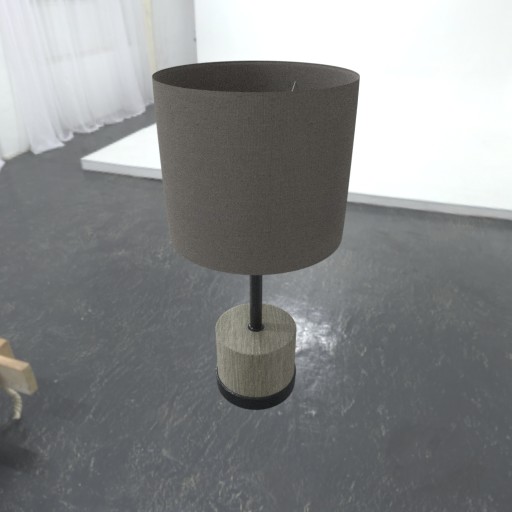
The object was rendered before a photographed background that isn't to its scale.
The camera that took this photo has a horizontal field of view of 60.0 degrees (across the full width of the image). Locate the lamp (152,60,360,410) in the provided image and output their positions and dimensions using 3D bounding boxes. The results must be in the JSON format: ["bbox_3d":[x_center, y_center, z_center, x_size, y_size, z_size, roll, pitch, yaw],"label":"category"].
[{"bbox_3d":[0.000,0.000,0.611,0.229,0.470,0.229,-1,30,-2],"label":"lamp"}]
